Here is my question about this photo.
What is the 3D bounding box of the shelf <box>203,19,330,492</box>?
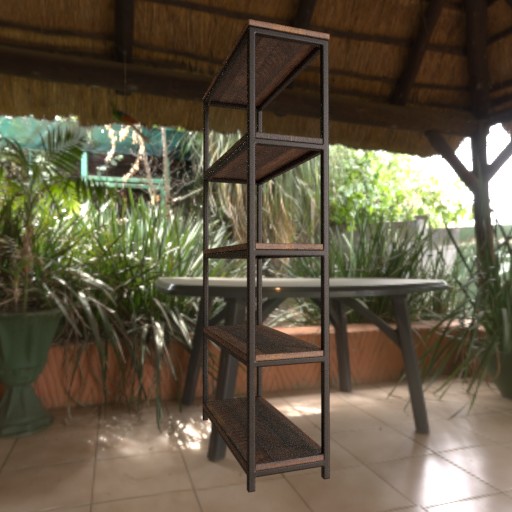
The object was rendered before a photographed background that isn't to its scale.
[{"bbox_3d":[0.000,0.000,2.210,0.359,1.860,0.874,0,-1,-19],"label":"shelf"}]
